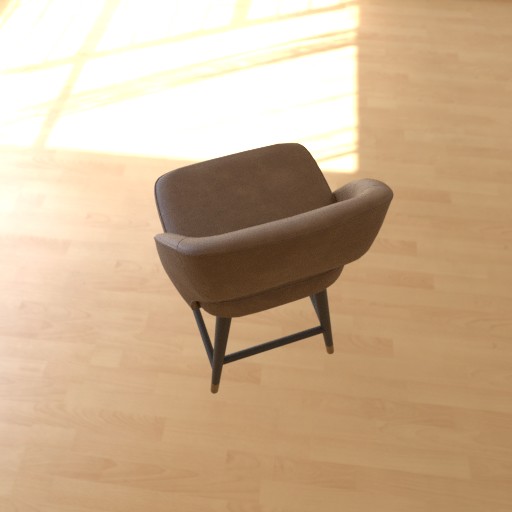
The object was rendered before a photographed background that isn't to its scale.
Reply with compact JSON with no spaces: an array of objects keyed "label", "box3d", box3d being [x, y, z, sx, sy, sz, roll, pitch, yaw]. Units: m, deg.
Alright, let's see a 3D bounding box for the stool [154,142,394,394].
[{"label":"stool","box3d":[0.000,0.000,1.225,0.494,0.940,0.509,-16,61,-9]}]
